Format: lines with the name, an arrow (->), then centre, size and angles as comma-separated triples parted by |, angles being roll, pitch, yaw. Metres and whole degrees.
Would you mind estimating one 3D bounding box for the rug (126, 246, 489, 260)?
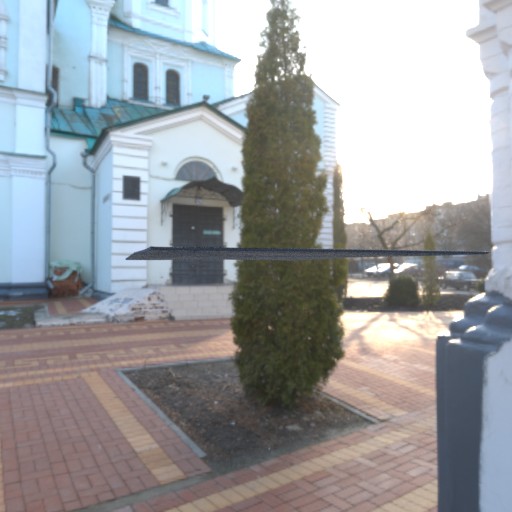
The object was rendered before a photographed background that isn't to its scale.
rug -> 0.000, 0.000, 3.014 | 1.624, 0.030, 2.349 | 0, -1, -18
